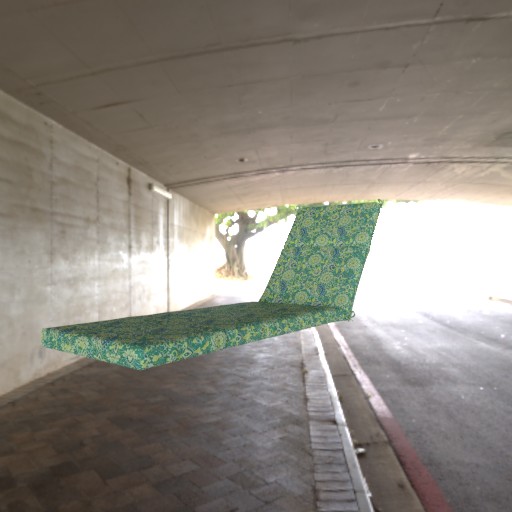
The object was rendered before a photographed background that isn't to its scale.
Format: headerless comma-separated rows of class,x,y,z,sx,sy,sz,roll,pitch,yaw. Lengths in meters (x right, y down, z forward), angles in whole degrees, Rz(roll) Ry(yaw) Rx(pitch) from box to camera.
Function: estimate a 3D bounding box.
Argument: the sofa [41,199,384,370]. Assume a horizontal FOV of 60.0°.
sofa,0.000,0.000,1.950,0.582,0.622,1.663,0,0,37
